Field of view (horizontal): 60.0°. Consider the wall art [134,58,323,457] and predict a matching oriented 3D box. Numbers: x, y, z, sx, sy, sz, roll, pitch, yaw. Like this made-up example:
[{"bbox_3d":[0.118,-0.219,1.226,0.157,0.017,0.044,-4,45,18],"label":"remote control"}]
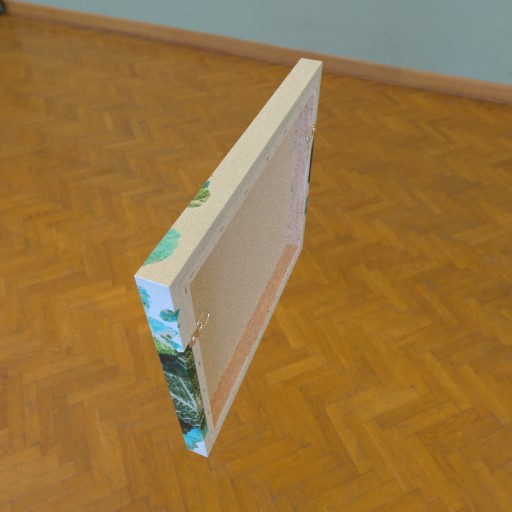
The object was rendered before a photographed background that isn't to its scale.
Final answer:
[{"bbox_3d":[0.000,0.000,0.722,0.041,0.435,0.507,16,49,15],"label":"wall art"}]
